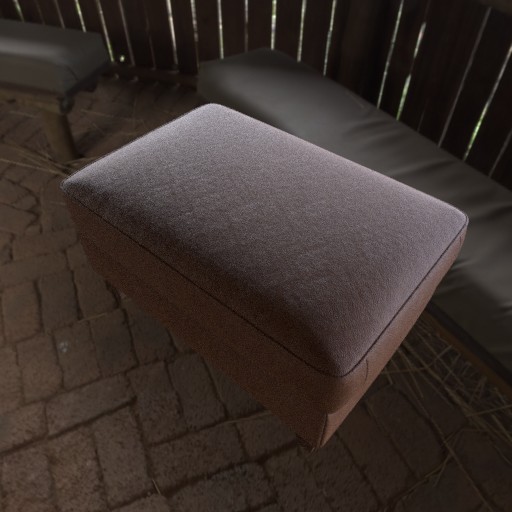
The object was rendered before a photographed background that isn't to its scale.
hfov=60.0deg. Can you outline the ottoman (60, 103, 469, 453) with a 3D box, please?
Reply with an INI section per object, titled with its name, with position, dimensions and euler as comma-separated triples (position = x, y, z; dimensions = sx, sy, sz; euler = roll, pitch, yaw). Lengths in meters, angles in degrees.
[ottoman]
position = 0.000, 0.000, 1.191
dimensions = 0.864, 0.483, 0.584
euler = 32, 54, 26
